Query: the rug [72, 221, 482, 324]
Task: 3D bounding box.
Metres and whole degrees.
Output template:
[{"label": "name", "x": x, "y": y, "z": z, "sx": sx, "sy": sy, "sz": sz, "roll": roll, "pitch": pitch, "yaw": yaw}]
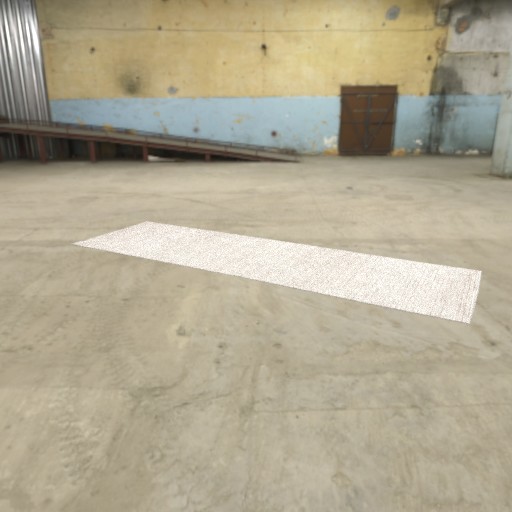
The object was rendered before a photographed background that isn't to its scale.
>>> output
[{"label": "rug", "x": 0.000, "y": 0.000, "z": 2.590, "sx": 2.346, "sy": 0.013, "sz": 0.712, "roll": 10, "pitch": 20, "yaw": 28}]
